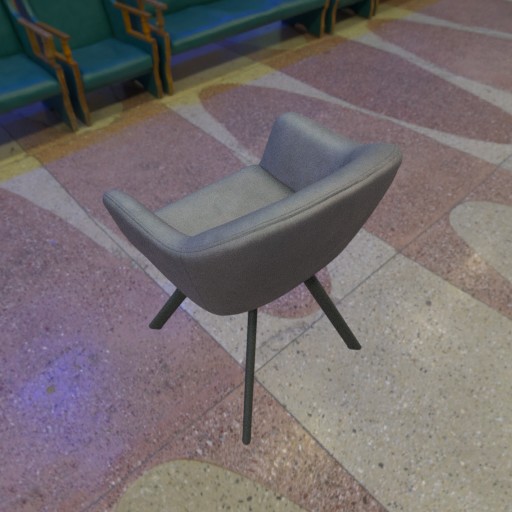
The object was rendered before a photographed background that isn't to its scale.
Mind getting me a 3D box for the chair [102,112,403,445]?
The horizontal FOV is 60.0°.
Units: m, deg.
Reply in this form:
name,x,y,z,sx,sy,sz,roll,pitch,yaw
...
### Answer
name,x,y,z,sx,sy,sz,roll,pitch,yaw
chair,0.000,0.000,1.150,0.567,0.781,0.544,-31,54,-26
